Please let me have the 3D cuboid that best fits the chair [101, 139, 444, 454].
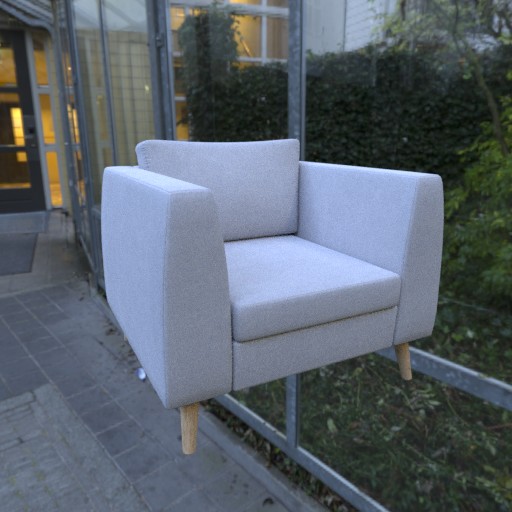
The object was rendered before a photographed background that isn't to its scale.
[{"bbox_3d":[0.000,0.000,1.700,1.000,0.860,0.930,-8,17,-27],"label":"chair"}]
